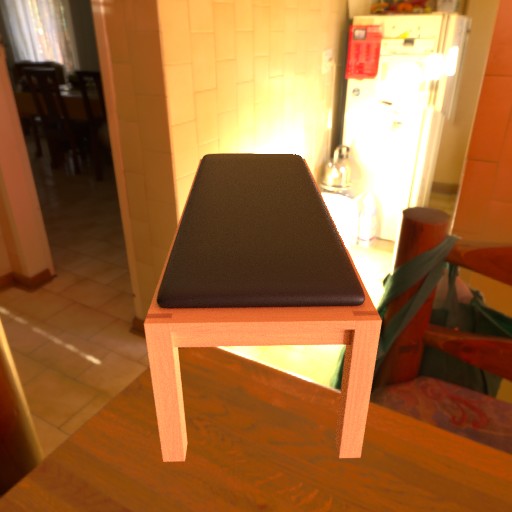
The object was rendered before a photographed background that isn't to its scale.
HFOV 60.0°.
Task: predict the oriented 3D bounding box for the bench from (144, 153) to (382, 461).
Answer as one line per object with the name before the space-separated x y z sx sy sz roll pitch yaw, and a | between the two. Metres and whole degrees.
bench | 0.000 0.000 1.447 0.450 0.430 1.202 -1 27 -1
